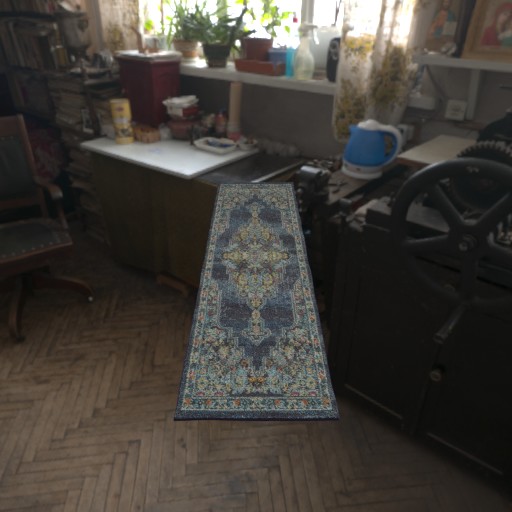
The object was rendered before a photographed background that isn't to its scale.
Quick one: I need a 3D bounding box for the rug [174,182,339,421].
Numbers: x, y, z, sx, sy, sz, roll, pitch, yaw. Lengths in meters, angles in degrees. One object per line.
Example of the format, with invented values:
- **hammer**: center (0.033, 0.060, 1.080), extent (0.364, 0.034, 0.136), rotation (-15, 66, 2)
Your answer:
- **rug**: center (0.000, 0.000, 2.567), extent (0.602, 0.016, 2.283), rotation (0, 31, 0)
